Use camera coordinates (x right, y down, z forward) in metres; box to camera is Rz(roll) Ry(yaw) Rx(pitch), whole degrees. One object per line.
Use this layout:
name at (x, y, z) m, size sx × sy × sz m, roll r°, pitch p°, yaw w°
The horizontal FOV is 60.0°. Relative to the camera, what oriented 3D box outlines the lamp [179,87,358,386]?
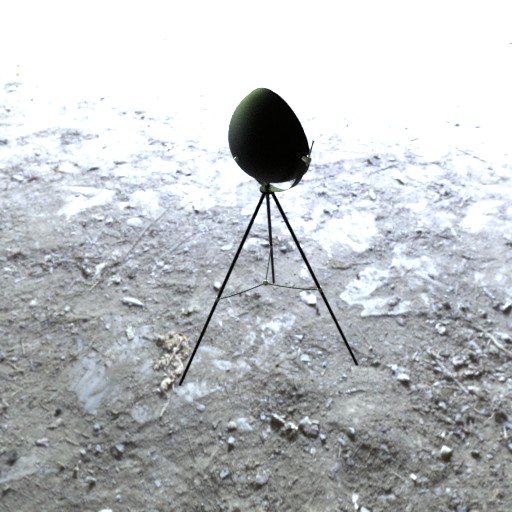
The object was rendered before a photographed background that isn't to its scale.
lamp at (0.000, 0.000, 2.077) m, size 0.920 × 1.512 × 0.817 m, roll -26°, pitch 47°, yaw -27°
